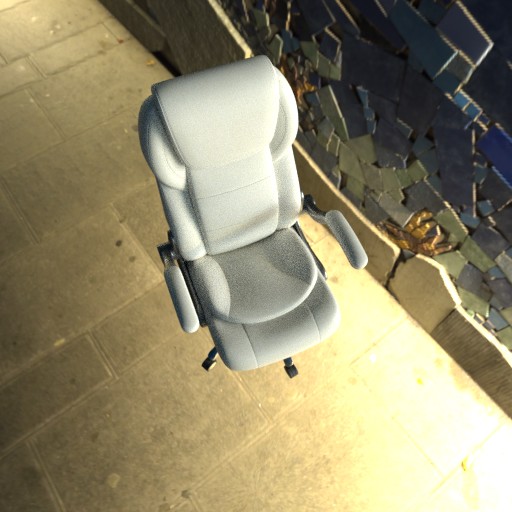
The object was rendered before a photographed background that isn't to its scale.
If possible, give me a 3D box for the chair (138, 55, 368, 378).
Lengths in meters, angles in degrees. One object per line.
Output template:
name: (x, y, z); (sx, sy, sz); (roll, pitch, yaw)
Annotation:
chair: (0.000, 0.000, 1.848); (0.755, 1.330, 0.806); (-20, 64, -10)
